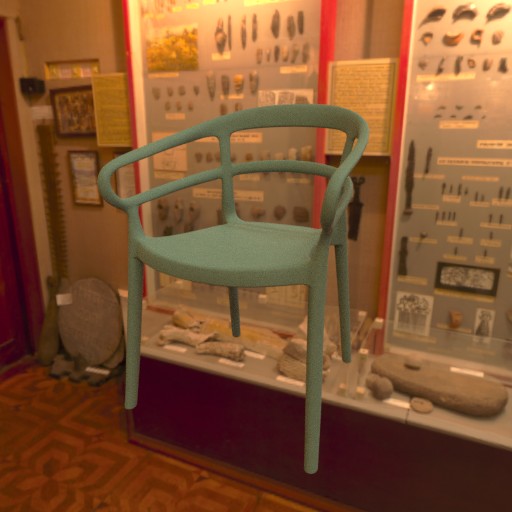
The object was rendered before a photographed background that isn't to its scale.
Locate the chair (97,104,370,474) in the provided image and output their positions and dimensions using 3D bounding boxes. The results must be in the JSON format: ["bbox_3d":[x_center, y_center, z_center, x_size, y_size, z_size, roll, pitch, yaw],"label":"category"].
[{"bbox_3d":[0.000,0.000,1.142,0.559,0.761,0.527,8,18,25],"label":"chair"}]
